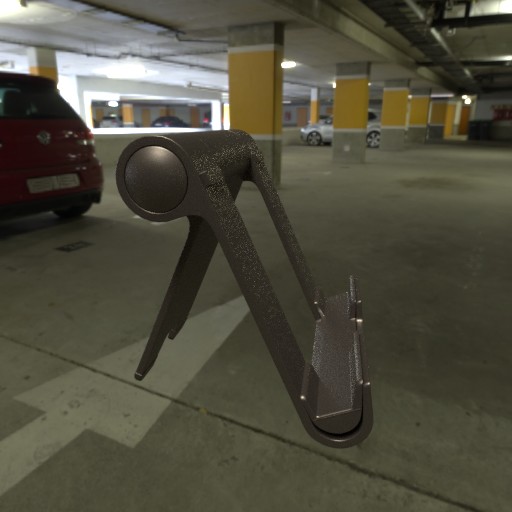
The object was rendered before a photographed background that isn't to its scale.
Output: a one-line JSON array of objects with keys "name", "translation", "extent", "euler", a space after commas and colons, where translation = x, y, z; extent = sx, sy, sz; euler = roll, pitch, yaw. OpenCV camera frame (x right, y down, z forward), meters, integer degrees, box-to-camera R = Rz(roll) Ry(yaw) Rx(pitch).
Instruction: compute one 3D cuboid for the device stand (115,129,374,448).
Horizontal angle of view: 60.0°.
[{"name": "device stand", "translation": [0.000, 0.000, 0.155], "extent": [0.079, 0.084, 0.088], "euler": [3, 17, 10]}]
